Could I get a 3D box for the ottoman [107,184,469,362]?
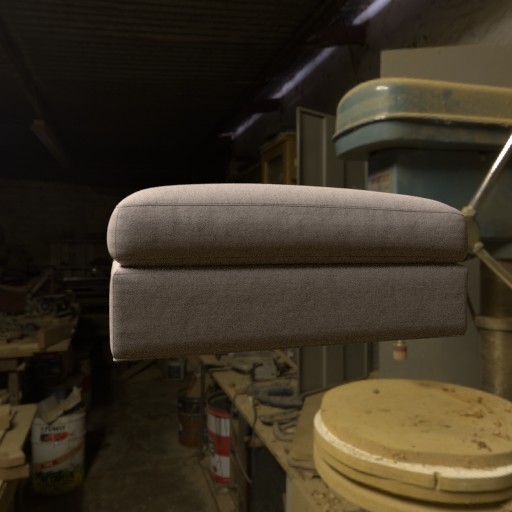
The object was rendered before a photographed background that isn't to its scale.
[{"bbox_3d":[0.000,0.000,1.654,1.041,0.470,1.041,0,1,-18],"label":"ottoman"}]
